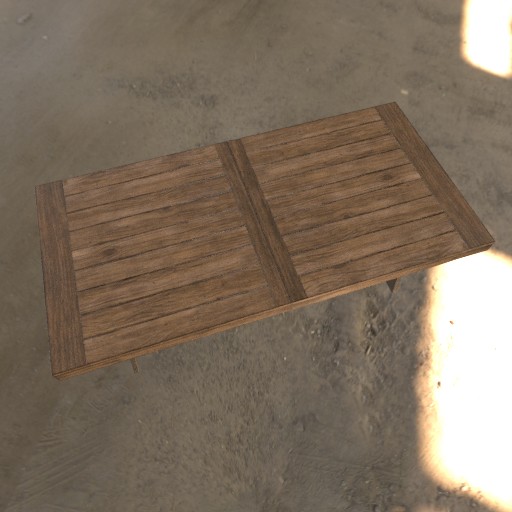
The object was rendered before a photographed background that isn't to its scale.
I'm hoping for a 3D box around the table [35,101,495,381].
[{"bbox_3d":[0.000,0.000,2.312,1.867,0.757,0.931,-16,60,-9],"label":"table"}]
